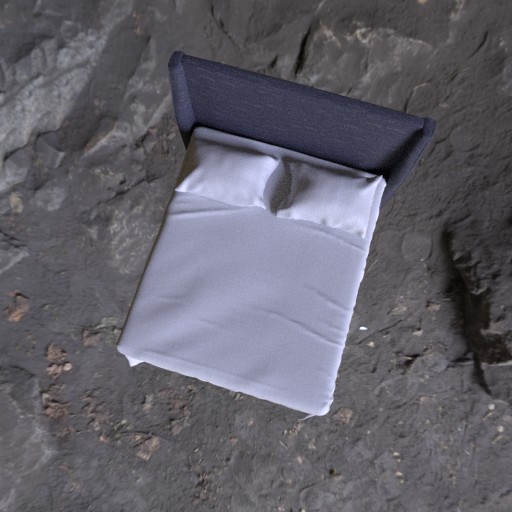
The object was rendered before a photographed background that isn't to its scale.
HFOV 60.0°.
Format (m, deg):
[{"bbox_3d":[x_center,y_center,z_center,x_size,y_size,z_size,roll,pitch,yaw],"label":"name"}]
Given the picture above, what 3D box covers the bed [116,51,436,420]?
[{"bbox_3d":[0.000,0.000,3.469,1.925,1.332,2.276,16,78,4],"label":"bed"}]
